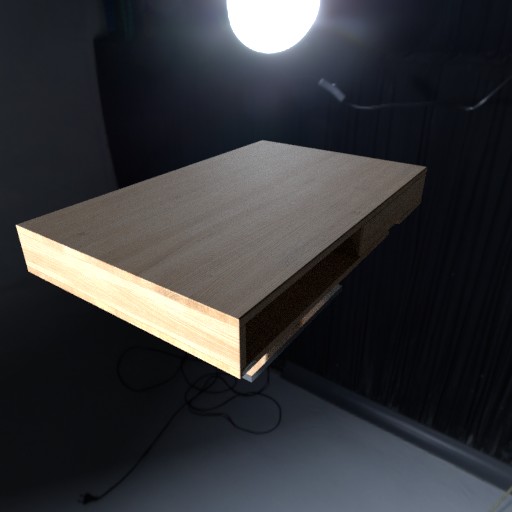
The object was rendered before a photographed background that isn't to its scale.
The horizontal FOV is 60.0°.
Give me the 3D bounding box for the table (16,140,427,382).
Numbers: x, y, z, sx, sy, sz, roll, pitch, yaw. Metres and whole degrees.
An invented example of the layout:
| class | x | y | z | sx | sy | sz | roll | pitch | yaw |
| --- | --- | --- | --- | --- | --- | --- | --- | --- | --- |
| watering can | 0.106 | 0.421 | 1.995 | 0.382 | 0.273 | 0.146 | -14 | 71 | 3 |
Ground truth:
| class | x | y | z | sx | sy | sz | roll | pitch | yaw |
| --- | --- | --- | --- | --- | --- | --- | --- | --- | --- |
| table | 0.000 | 0.000 | 1.434 | 0.700 | 0.440 | 1.100 | 18 | 33 | 30 |
